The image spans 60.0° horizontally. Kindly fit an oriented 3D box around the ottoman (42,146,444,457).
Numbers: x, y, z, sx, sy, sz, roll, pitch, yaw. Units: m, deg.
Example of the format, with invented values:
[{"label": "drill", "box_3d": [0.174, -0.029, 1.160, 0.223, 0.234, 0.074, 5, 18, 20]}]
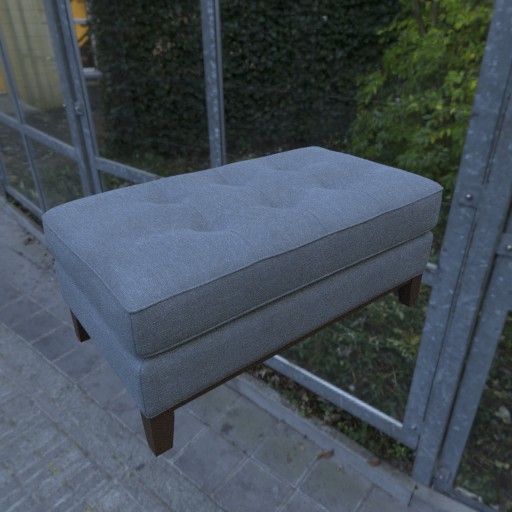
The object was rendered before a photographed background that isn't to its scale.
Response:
[{"label": "ottoman", "box_3d": [0.000, 0.000, 1.480, 1.143, 0.514, 0.648, -21, 35, -32]}]
